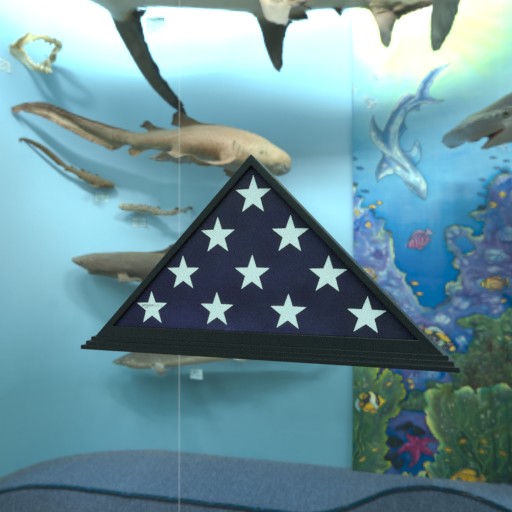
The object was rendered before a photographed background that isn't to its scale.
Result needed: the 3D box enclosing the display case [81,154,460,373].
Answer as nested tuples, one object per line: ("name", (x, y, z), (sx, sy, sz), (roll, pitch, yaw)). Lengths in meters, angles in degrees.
("display case", (0.000, 0.000, 0.774), (0.640, 0.340, 0.095), (0, 0, 15))
